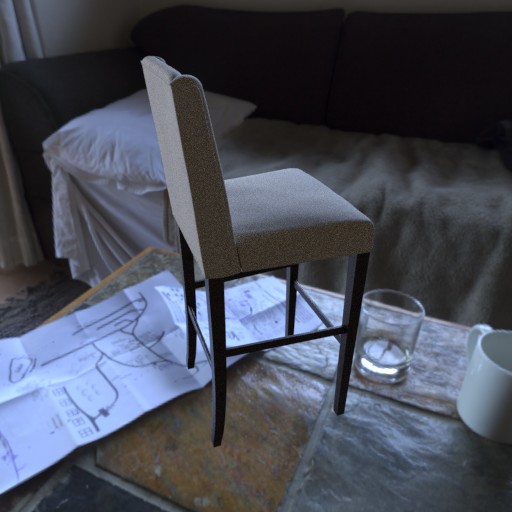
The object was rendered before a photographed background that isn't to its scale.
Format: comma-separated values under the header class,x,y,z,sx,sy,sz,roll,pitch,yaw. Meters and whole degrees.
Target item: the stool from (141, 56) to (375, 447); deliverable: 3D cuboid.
class,x,y,z,sx,sy,sz,roll,pitch,yaw
stool,0.000,0.000,1.366,0.509,1.116,0.474,-10,31,-18
